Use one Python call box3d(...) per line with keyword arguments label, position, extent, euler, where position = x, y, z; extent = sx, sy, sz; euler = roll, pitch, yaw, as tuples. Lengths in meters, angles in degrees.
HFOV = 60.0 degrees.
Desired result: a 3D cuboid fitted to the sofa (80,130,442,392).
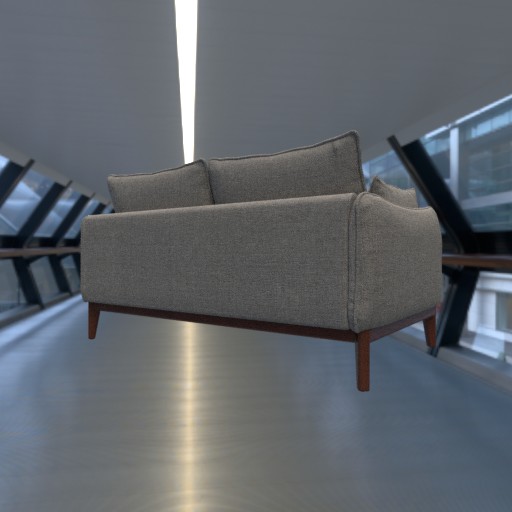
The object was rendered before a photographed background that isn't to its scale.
box3d(label="sofa", position=(0.000, 0.000, 2.179), extent=(1.580, 0.851, 0.972), euler=(0, 0, 36))
